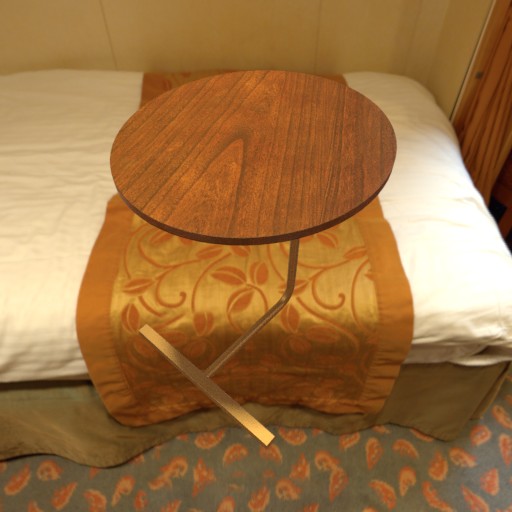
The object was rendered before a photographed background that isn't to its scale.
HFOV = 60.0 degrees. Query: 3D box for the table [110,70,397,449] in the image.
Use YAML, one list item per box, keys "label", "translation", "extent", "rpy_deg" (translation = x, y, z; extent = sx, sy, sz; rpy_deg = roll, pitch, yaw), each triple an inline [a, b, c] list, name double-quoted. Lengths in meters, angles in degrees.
- label: "table"
  translation: [0.000, 0.000, 1.134]
  extent: [0.530, 0.706, 0.577]
  rpy_deg: [33, 56, 26]
